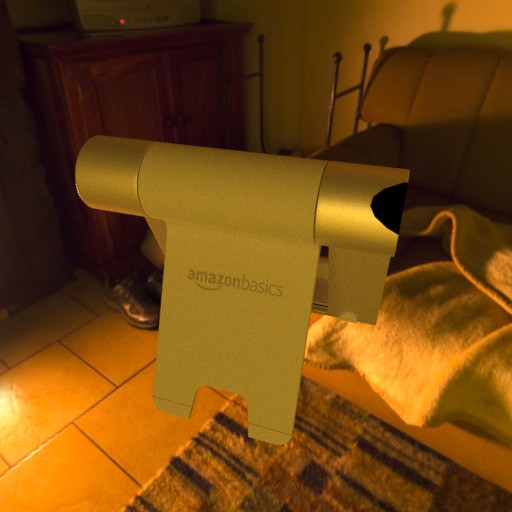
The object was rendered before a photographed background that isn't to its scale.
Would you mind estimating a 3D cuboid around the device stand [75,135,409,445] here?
[{"bbox_3d":[0.000,0.000,0.150,0.086,0.084,0.079,10,34,15],"label":"device stand"}]
